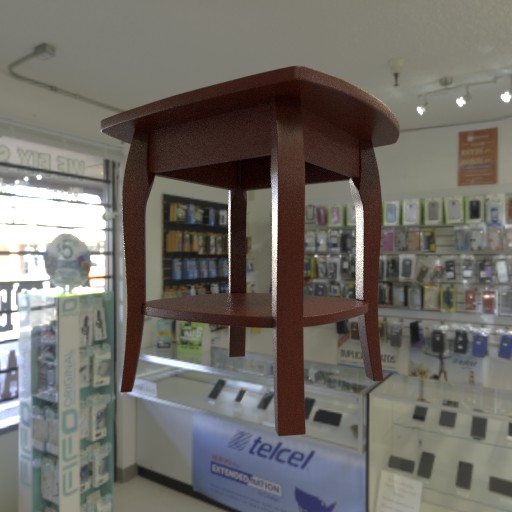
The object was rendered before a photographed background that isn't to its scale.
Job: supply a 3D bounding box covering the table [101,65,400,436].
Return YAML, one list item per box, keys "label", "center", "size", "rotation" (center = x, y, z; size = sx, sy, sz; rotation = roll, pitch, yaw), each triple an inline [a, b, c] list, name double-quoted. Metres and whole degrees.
- label: "table"
  center: [0.000, 0.000, 0.858]
  size: [0.502, 0.496, 0.433]
  rotation: [0, 0, 35]
